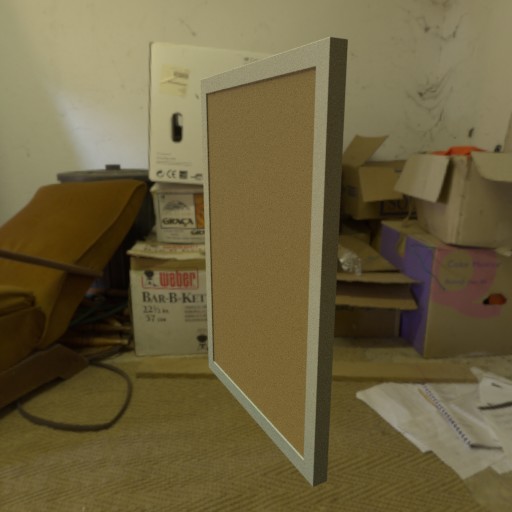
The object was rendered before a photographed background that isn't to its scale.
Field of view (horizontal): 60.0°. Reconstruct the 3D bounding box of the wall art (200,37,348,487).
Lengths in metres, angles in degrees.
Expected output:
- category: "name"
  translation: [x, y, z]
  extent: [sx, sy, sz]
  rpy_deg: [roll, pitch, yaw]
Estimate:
- category: "wall art"
  translation: [0.000, 0.000, 1.139]
  extent: [0.039, 0.915, 0.612]
  rpy_deg: [-8, 16, -27]
